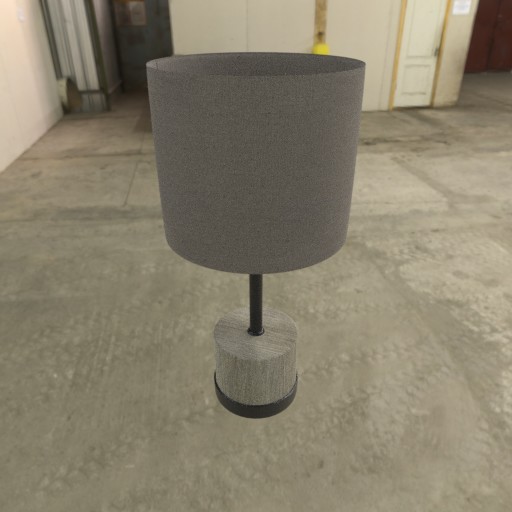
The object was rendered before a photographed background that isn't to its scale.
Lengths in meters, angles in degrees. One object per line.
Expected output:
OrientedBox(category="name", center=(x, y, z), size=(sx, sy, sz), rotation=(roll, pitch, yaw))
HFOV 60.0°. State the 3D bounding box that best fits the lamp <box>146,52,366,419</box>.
OrientedBox(category="lamp", center=(0.000, 0.000, 0.582), size=(0.229, 0.470, 0.229), rotation=(10, 31, 18))
